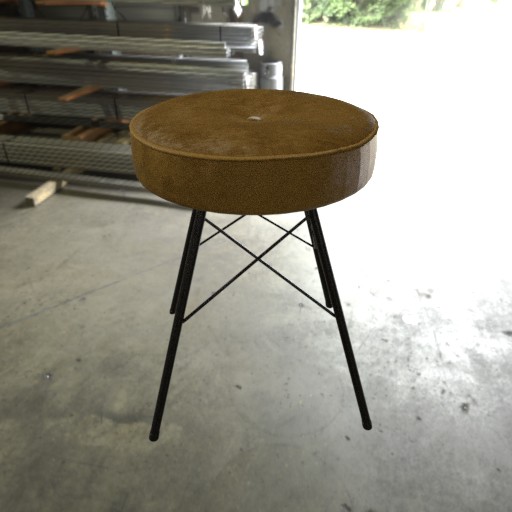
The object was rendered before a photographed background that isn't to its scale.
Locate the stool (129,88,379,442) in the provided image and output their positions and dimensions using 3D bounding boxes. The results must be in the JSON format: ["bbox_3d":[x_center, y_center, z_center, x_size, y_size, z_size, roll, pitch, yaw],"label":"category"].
[{"bbox_3d":[0.000,0.000,0.916,0.472,0.595,0.438,-1,32,-1],"label":"stool"}]
